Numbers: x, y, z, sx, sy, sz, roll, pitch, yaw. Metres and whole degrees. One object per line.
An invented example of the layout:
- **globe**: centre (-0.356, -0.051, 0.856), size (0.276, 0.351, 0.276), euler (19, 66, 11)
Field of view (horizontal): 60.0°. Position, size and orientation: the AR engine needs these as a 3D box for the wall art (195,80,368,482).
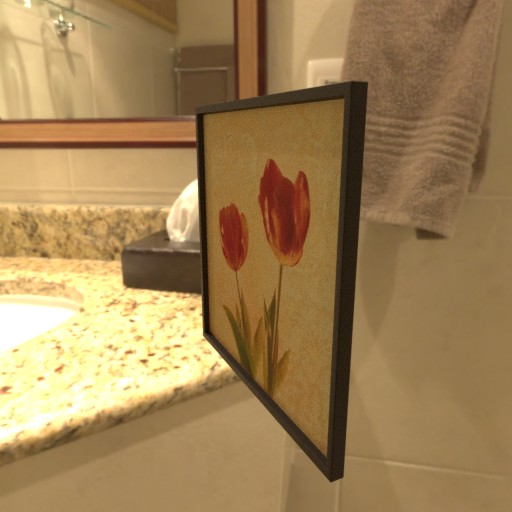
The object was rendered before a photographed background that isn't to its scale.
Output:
- **wall art**: centre (0.000, 0.000, 1.200), size (0.043, 0.807, 0.805), euler (-7, 17, -25)
